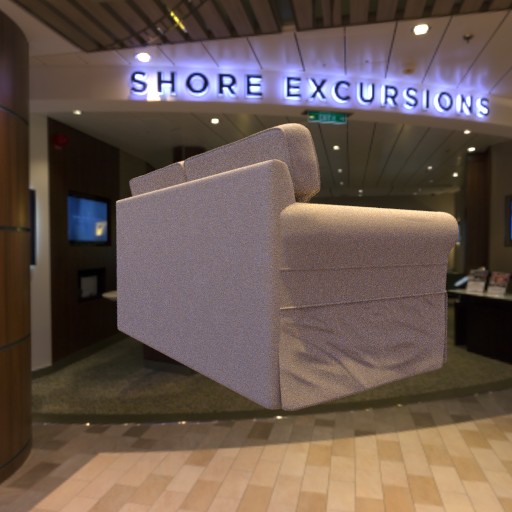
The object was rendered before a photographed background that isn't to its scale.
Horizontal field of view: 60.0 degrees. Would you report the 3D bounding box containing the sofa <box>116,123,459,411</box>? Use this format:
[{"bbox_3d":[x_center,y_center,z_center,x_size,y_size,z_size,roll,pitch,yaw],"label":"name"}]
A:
[{"bbox_3d":[0.000,0.000,2.330,0.991,0.940,1.727,-1,2,-34],"label":"sofa"}]
